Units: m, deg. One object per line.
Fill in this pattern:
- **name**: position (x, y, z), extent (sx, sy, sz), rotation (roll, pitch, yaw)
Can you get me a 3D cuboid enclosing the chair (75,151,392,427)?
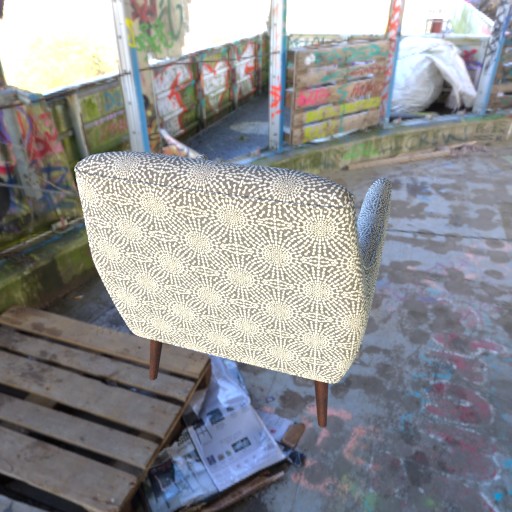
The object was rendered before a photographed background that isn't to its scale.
- **chair**: position (0.000, 0.000, 1.416), extent (0.762, 0.838, 0.787), rotation (10, 33, 16)
